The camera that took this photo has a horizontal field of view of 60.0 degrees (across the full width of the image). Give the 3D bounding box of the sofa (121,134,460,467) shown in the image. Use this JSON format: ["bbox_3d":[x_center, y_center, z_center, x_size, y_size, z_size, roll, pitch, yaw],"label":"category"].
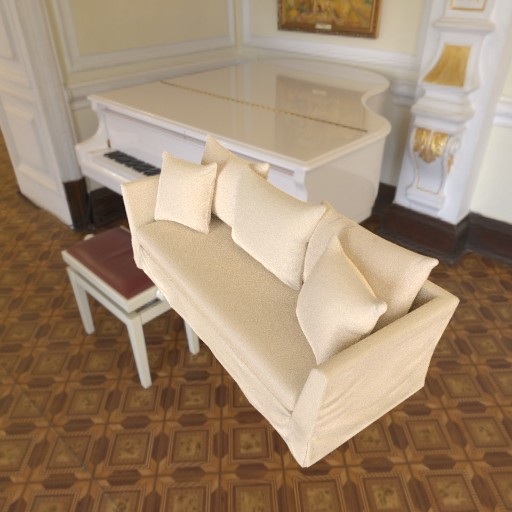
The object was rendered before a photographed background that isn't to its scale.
[{"bbox_3d":[0.000,0.000,3.119,1.030,1.042,2.484,-21,39,-28],"label":"sofa"}]
